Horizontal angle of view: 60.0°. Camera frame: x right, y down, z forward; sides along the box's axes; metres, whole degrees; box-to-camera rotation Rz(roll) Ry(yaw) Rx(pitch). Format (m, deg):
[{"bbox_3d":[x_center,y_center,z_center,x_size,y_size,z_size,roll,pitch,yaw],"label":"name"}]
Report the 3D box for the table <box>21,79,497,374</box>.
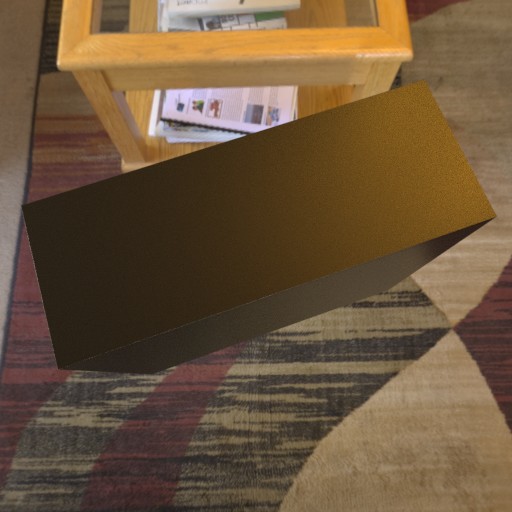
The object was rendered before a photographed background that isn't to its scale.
[{"bbox_3d":[0.000,0.000,1.310,0.930,0.790,0.380,-19,75,-5],"label":"table"}]
